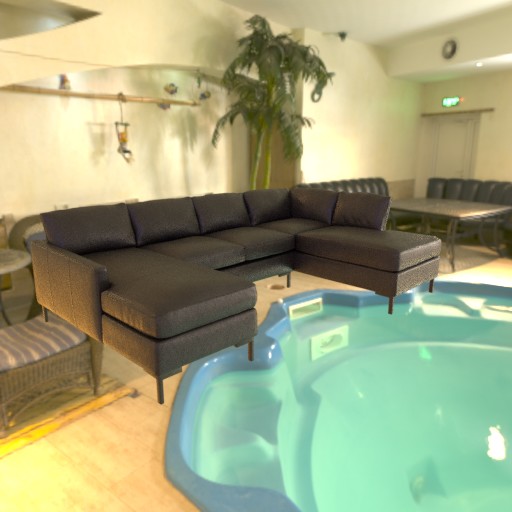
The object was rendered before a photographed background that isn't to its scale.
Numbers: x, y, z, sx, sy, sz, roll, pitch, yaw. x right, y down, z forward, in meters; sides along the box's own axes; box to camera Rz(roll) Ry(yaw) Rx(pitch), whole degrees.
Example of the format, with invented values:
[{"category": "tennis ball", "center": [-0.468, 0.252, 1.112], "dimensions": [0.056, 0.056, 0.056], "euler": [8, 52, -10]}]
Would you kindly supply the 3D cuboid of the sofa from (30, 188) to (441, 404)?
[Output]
[{"category": "sofa", "center": [0.000, 0.000, 3.747], "dimensions": [1.939, 0.900, 2.956], "euler": [14, 19, 43]}]
